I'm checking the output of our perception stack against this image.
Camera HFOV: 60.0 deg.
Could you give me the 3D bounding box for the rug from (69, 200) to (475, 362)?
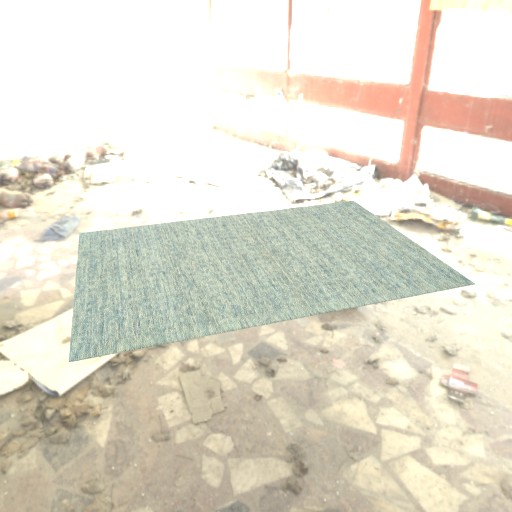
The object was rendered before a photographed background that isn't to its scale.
[{"bbox_3d":[0.000,0.000,2.285,1.752,0.006,1.142,-8,29,-16],"label":"rug"}]
